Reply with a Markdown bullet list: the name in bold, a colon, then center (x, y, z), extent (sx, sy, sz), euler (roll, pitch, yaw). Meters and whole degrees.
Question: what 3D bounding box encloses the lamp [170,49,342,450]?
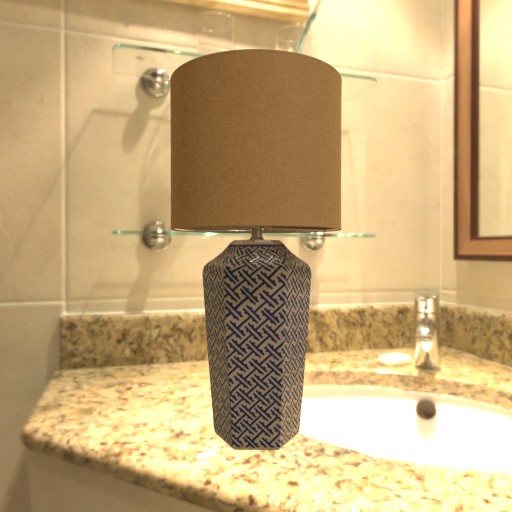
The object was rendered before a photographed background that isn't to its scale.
- **lamp**: center (0.000, 0.000, 0.845), extent (0.320, 0.682, 0.320), euler (1, 1, 36)
